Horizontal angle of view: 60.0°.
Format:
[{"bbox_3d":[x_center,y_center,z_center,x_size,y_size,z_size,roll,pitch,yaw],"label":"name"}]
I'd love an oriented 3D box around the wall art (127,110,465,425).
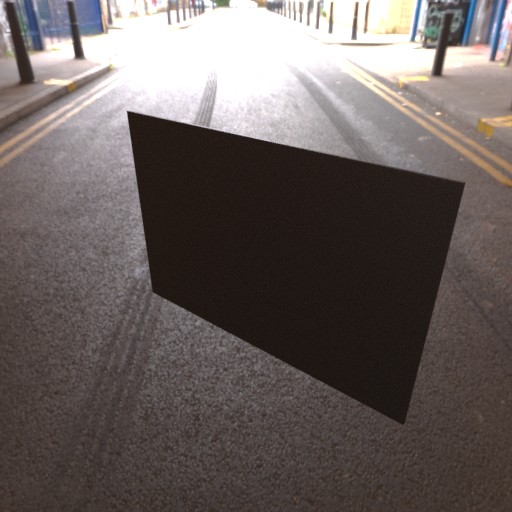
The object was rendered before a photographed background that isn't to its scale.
[{"bbox_3d":[0.000,0.000,1.519,1.192,0.811,0.013,21,37,32],"label":"wall art"}]
